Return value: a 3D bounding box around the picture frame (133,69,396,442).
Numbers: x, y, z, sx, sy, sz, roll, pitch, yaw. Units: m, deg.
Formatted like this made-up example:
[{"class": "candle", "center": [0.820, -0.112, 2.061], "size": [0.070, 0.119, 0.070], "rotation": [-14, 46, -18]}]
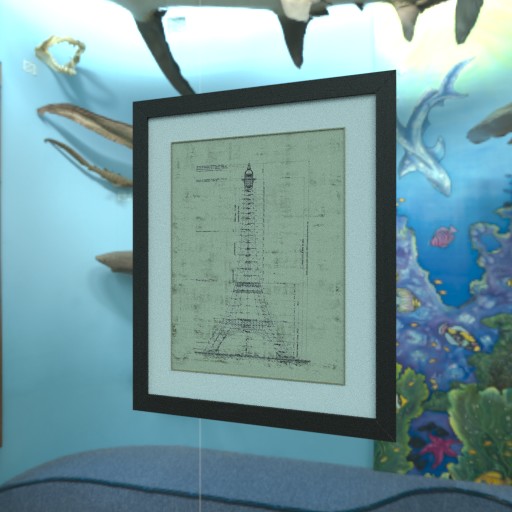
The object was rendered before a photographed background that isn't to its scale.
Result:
[{"class": "picture frame", "center": [0.000, 0.000, 0.750], "size": [0.452, 0.555, 0.044], "rotation": [0, 0, 18]}]
